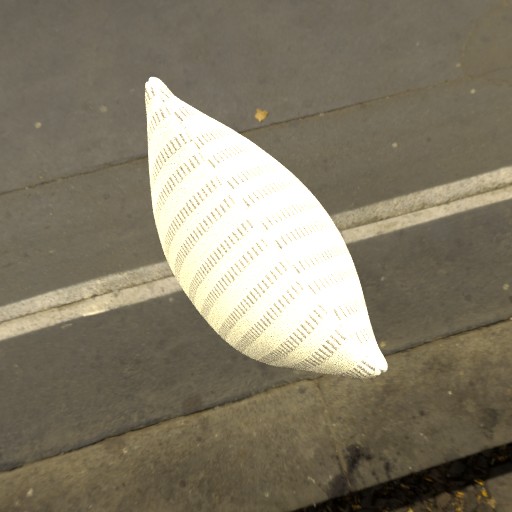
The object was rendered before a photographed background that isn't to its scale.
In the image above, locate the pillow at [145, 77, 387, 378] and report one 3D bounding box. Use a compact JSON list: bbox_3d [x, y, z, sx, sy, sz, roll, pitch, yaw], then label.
[{"bbox_3d":[0.000,0.000,0.694,0.247,0.419,0.438,-37,80,-8],"label":"pillow"}]
